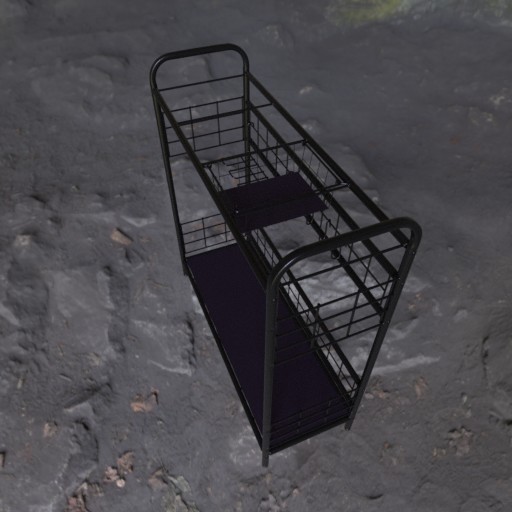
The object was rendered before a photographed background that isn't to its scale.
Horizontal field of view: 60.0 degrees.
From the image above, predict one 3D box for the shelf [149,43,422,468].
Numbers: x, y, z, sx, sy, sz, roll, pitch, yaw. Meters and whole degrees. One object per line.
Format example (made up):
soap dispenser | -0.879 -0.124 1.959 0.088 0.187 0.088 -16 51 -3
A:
shelf | 0.000 0.000 1.489 0.350 1.026 0.961 -17 49 -16
